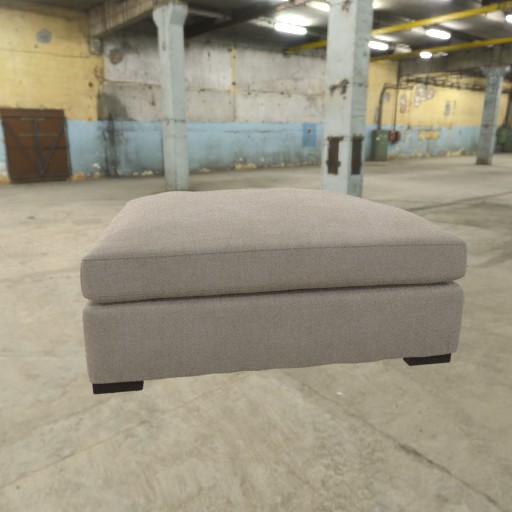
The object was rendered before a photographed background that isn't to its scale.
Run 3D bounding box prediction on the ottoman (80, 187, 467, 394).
[{"bbox_3d":[0.000,0.000,1.848,1.203,0.517,1.171,-2,15,-9],"label":"ottoman"}]
